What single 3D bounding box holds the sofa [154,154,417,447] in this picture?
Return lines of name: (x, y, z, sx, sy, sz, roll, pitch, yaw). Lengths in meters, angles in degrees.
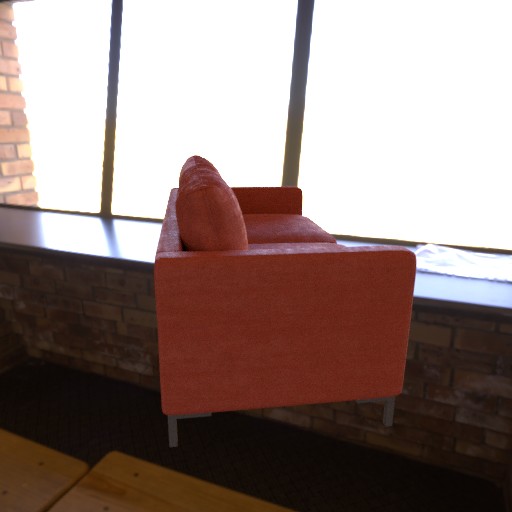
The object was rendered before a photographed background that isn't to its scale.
sofa: (0.000, 0.000, 2.156, 0.864, 0.896, 1.574, -2, 16, -8)
